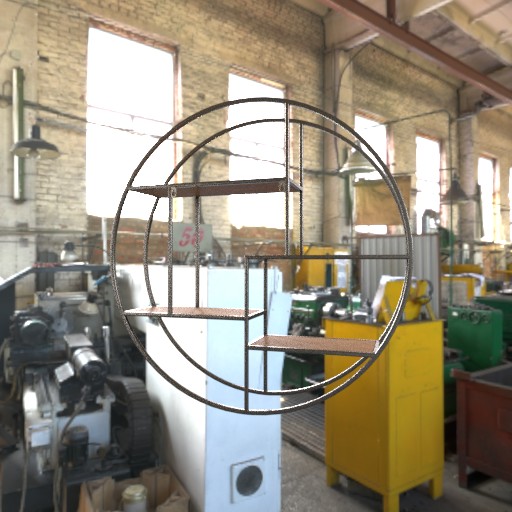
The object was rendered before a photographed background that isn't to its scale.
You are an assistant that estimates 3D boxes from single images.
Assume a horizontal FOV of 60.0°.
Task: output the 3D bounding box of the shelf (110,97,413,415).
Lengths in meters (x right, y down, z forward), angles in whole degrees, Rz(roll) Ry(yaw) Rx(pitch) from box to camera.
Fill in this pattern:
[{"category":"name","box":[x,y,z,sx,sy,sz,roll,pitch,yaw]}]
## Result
[{"category":"shelf","box":[0.000,0.000,1.337,0.888,0.888,0.202,0,-1,18]}]
